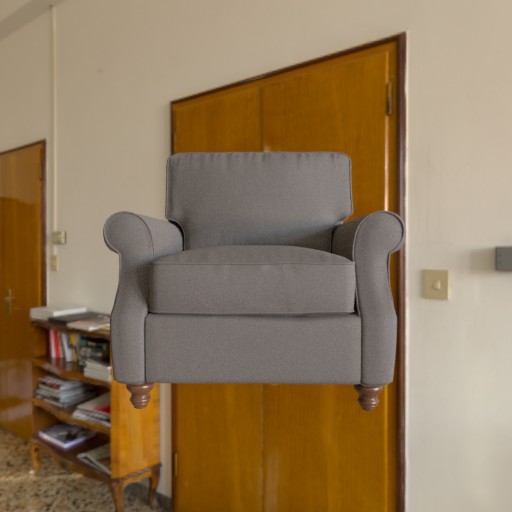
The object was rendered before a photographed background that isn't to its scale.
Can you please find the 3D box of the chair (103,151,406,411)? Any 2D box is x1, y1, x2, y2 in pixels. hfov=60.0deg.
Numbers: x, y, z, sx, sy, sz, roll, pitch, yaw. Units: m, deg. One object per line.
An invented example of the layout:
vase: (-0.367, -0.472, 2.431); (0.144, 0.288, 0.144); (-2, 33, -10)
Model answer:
chair: (0.000, 0.000, 1.802); (1.029, 0.967, 0.966); (0, 1, 1)
